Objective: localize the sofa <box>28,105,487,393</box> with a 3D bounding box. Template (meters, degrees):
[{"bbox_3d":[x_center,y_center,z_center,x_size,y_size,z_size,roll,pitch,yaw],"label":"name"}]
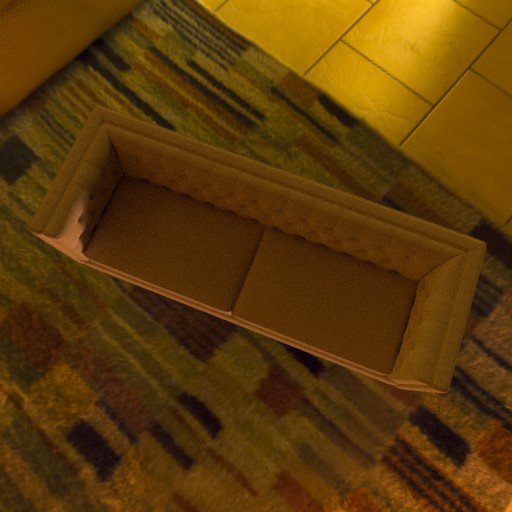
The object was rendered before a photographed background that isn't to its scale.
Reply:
[{"bbox_3d":[0.000,0.000,2.558,2.159,0.762,0.775,21,76,5],"label":"sofa"}]
